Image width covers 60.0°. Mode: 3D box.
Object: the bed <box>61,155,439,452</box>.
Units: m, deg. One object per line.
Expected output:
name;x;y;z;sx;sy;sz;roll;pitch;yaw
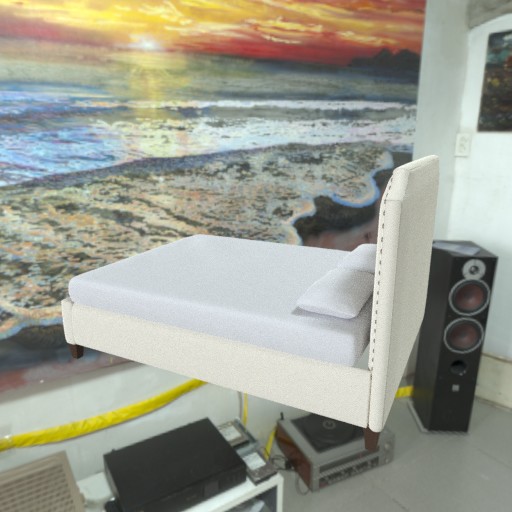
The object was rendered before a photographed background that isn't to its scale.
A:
bed;0.000;0.000;3.367;2.372;1.497;1.712;8;17;26
